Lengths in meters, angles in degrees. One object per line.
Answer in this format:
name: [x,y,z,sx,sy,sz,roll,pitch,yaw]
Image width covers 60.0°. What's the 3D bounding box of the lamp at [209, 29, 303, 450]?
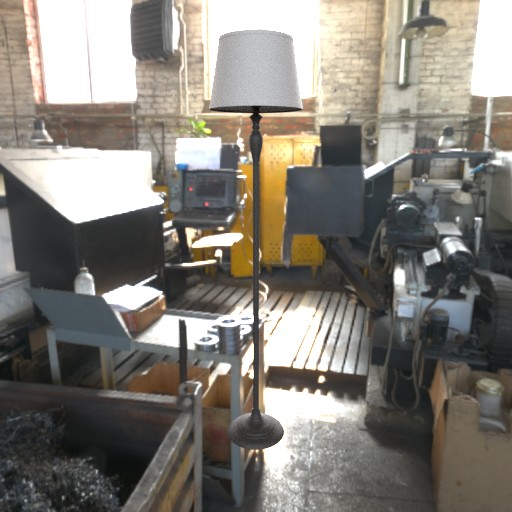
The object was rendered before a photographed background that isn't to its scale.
lamp: [0.000,0.000,1.671,0.327,1.506,0.327,-7,15,-26]
